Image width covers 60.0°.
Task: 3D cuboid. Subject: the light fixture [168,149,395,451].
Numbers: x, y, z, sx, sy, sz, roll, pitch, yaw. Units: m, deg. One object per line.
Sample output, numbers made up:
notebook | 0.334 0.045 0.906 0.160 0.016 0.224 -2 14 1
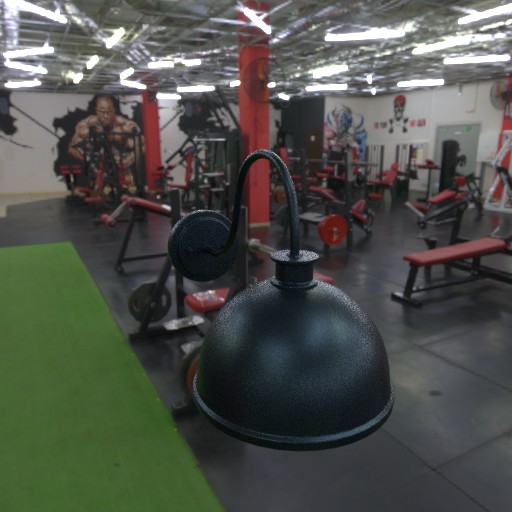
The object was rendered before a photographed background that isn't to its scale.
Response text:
light fixture | 0.000 0.000 0.628 0.253 0.295 0.467 -7 16 -25
